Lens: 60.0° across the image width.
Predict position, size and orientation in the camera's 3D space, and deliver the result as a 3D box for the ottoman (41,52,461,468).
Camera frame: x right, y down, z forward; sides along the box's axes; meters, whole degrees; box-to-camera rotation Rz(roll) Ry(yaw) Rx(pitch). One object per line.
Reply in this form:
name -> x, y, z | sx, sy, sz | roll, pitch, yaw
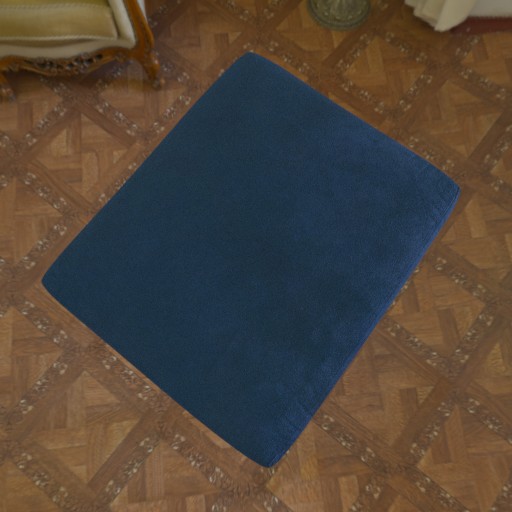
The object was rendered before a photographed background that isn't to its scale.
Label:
ottoman -> 0.000, 0.000, 1.158 | 0.655, 0.485, 0.794 | 36, 78, 9
